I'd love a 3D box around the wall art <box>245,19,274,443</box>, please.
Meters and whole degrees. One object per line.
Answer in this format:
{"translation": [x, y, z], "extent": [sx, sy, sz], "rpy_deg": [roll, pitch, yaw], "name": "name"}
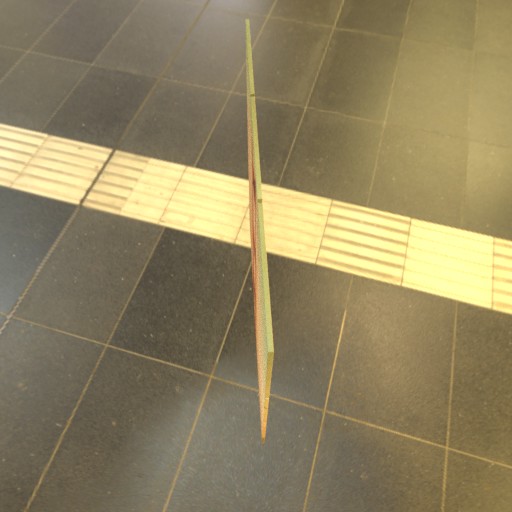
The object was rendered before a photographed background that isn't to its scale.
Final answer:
{"translation": [0.000, 0.000, 1.769], "extent": [0.013, 1.219, 1.214], "rpy_deg": [-3, 59, -2], "name": "wall art"}
